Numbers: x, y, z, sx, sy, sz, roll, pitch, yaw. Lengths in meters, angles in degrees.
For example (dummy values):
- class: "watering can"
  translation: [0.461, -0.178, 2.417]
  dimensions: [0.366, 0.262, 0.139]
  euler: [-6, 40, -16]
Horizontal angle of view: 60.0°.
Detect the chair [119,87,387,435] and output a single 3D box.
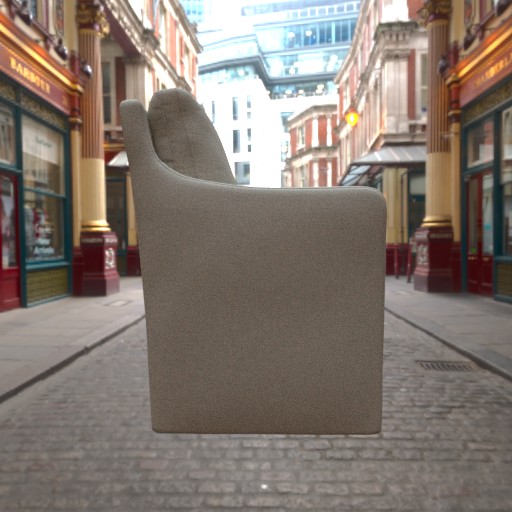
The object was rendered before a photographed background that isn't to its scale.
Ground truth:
- class: "chair"
  translation: [0.000, 0.000, 1.413]
  dimensions: [0.694, 0.914, 0.626]
  euler: [0, 1, 0]
